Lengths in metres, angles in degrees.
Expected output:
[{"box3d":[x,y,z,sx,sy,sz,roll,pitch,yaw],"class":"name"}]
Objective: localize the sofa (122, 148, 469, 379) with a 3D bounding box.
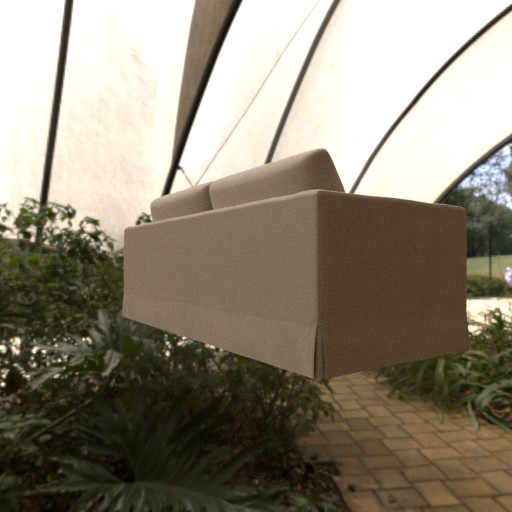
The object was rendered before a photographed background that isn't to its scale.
[{"box3d":[0.000,0.000,2.676,0.954,0.881,2.163,1,-1,-34],"class":"sofa"}]
